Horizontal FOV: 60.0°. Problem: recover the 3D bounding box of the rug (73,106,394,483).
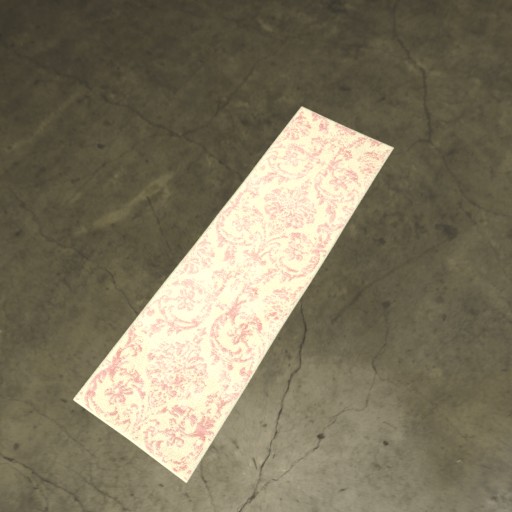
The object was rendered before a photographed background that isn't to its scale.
[{"bbox_3d":[0.000,0.000,2.425,0.662,0.011,2.196,29,67,14],"label":"rug"}]
